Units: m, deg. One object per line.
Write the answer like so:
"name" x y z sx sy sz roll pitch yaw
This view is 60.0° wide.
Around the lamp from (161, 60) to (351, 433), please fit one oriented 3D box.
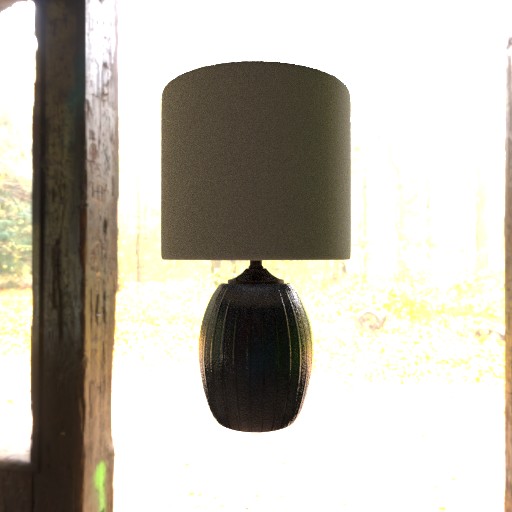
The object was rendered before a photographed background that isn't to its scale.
"lamp" 0.000 0.000 0.783 0.329 0.570 0.329 0 0 -18
